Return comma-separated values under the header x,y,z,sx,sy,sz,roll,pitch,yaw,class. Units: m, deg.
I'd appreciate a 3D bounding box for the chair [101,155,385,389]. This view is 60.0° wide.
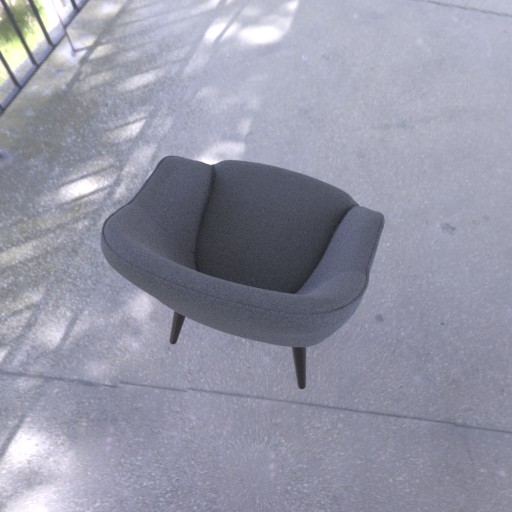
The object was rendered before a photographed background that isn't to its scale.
x,y,z,sx,sy,sz,roll,pitch,yaw,class
0.000,0.000,1.224,0.589,0.810,0.611,17,64,9,chair
